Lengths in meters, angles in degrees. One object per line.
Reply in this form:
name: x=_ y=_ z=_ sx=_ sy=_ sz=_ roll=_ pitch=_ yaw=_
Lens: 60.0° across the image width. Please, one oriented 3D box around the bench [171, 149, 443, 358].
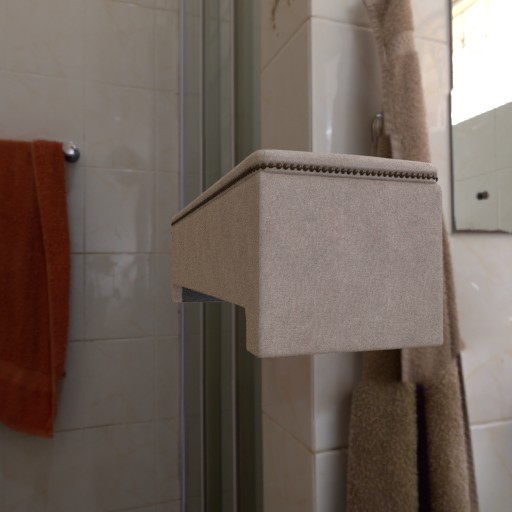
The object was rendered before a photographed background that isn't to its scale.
bench: x=0.000 y=0.000 z=1.668 sx=0.470 sy=0.447 sz=1.482 roll=0 pitch=-1 yaw=-18
